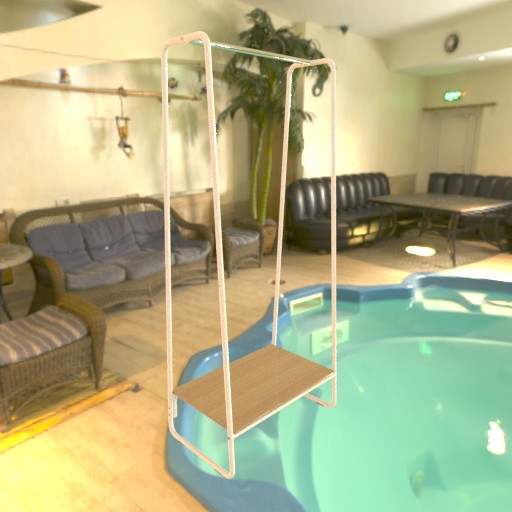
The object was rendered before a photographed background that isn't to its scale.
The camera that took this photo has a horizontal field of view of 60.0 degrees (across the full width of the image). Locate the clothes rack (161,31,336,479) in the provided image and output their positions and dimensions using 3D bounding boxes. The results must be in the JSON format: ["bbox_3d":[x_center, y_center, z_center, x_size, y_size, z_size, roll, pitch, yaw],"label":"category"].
[{"bbox_3d":[0.000,0.000,1.749,0.640,1.500,0.400,-14,20,-43],"label":"clothes rack"}]
